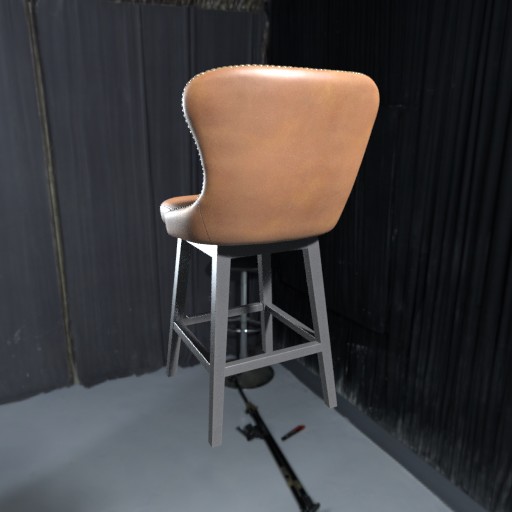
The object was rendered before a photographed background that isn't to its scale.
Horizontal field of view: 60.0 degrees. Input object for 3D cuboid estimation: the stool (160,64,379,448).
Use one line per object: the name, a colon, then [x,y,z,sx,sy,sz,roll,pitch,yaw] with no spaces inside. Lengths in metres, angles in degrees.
stool: [0.000,0.000,1.315,0.528,0.971,0.593,-8,17,-26]
